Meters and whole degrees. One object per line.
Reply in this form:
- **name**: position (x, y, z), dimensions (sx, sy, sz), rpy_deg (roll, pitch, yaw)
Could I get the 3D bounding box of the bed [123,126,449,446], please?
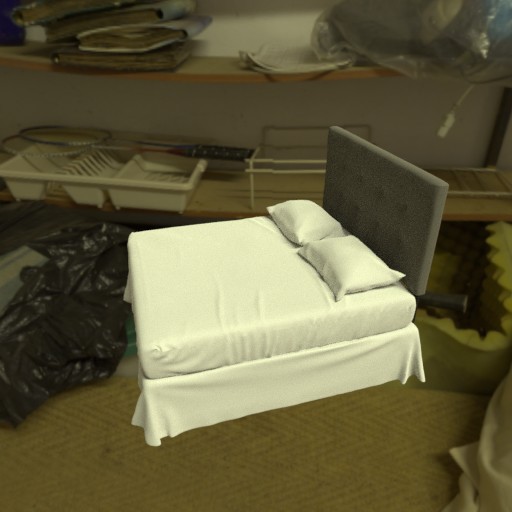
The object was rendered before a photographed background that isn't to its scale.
- **bed**: position (0.000, 0.000, 3.559), dimensions (2.222, 1.577, 1.936), rpy_deg (-8, 30, -14)
